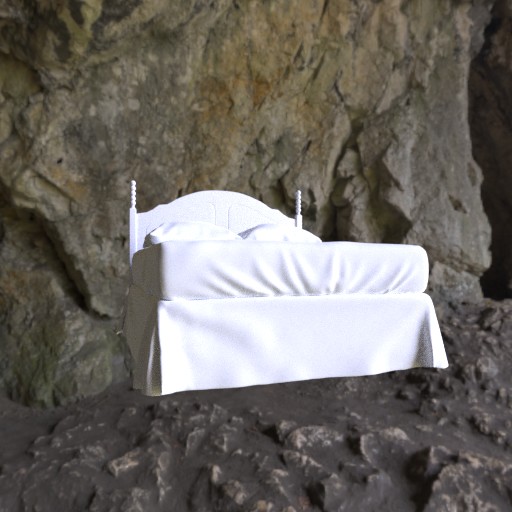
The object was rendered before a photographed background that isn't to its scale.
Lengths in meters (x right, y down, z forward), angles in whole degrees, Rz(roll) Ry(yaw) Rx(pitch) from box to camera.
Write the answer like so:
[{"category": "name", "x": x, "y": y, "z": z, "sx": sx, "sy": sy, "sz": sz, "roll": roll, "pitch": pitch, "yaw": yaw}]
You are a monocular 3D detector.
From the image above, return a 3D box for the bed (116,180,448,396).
[{"category": "bed", "x": 0.000, "y": 0.000, "z": 3.227, "sx": 1.873, "sy": 1.356, "sz": 2.040, "roll": 0, "pitch": -1, "yaw": -19}]
